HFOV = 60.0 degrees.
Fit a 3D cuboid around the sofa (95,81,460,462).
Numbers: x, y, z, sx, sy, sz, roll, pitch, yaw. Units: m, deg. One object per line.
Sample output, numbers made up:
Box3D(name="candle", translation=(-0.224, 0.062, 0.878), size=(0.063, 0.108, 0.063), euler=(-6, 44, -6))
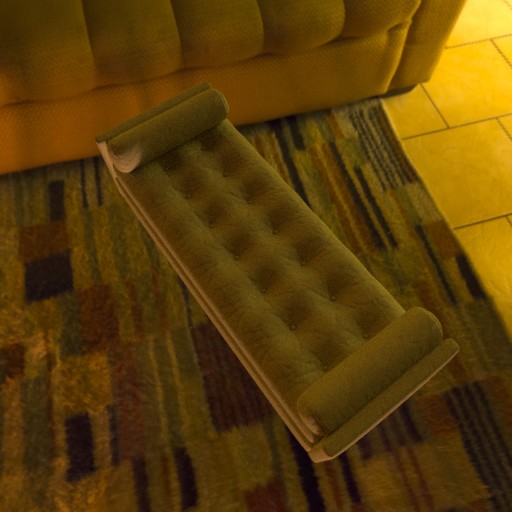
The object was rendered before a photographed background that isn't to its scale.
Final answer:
Box3D(name="sofa", translation=(0.000, 0.000, 2.517), size=(0.796, 0.705, 2.102), euler=(-33, 68, -15))
